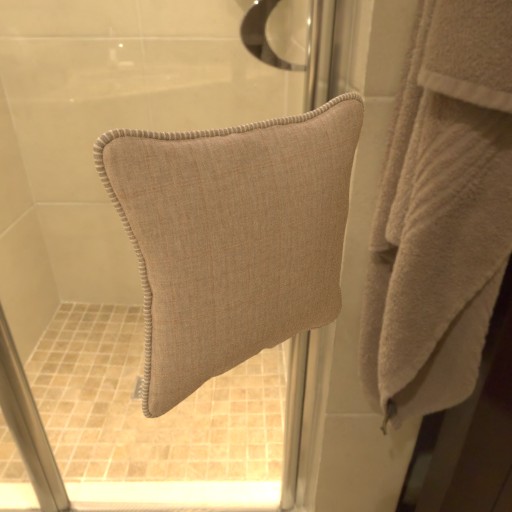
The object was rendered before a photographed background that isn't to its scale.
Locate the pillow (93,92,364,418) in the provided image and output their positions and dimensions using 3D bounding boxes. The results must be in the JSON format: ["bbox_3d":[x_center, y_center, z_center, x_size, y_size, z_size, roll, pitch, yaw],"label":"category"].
[{"bbox_3d":[0.000,0.000,0.761,0.485,0.494,0.124,-21,36,-32],"label":"pillow"}]
